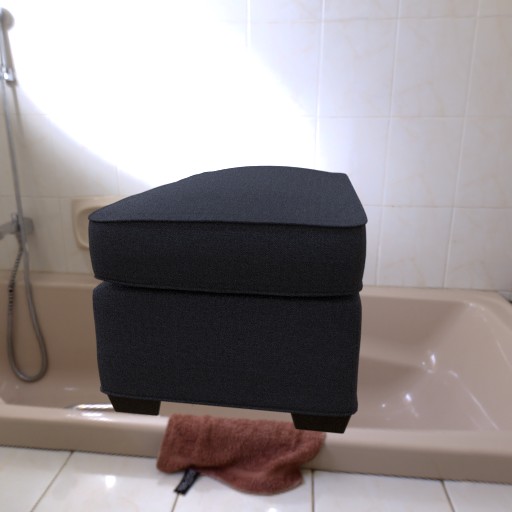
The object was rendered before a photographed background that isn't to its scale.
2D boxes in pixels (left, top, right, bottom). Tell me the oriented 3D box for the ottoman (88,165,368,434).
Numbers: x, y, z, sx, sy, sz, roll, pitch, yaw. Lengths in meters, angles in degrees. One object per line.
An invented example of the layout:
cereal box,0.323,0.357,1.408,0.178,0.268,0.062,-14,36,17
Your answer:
ottoman,0.000,0.000,1.196,0.505,0.453,0.895,2,16,8
